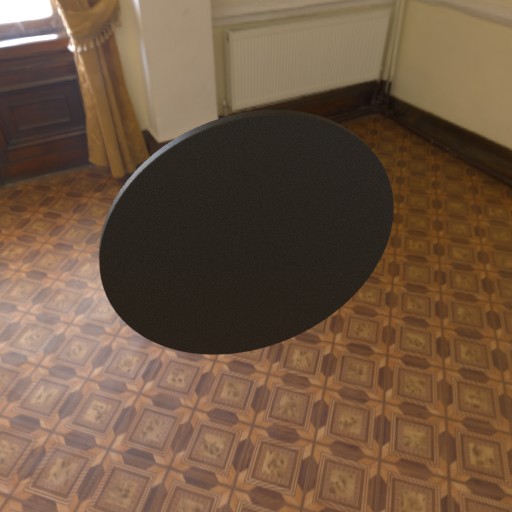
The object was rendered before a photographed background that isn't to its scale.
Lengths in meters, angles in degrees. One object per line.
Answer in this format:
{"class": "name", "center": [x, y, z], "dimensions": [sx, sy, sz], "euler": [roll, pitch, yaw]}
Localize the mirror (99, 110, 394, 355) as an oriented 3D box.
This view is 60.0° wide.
{"class": "mirror", "center": [0.000, 0.000, 1.613], "dimensions": [1.077, 1.077, 0.036], "euler": [-11, 42, -12]}
